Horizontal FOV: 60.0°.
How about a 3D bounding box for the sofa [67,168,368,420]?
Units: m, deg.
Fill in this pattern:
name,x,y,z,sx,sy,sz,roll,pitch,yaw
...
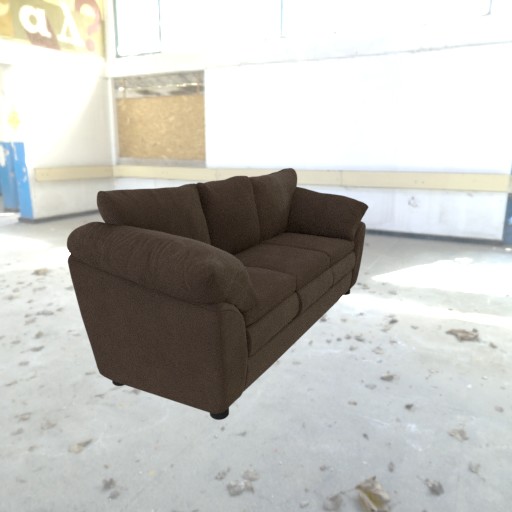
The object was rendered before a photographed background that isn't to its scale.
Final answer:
name,x,y,z,sx,sy,sz,roll,pitch,yaw
sofa,0.000,0.000,2.891,0.878,1.015,2.336,8,16,27
